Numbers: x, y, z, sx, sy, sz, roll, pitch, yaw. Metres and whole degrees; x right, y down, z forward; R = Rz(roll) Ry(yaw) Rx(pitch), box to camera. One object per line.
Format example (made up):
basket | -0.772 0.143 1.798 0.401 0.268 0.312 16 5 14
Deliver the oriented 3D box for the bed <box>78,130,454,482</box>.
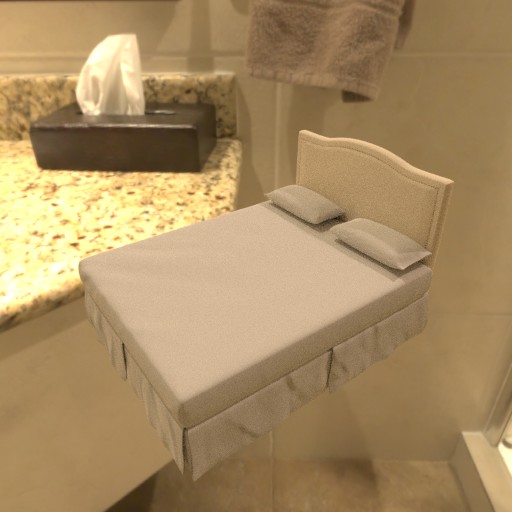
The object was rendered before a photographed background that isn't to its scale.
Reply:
bed | 0.000 0.000 3.616 2.477 1.437 1.977 -21 37 -30
